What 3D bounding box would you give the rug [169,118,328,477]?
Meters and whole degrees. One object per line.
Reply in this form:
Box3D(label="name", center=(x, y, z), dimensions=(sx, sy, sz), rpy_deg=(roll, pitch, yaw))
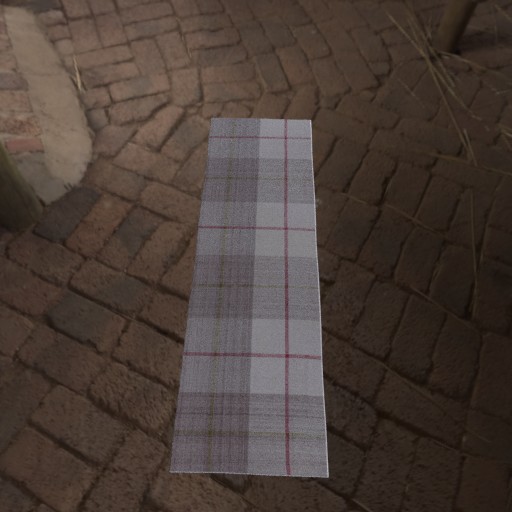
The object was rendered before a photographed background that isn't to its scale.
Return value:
Box3D(label="rug", center=(0.000, 0.000, 2.746), dimensions=(0.762, 0.013, 2.439), rpy_deg=(1, 59, 1))
